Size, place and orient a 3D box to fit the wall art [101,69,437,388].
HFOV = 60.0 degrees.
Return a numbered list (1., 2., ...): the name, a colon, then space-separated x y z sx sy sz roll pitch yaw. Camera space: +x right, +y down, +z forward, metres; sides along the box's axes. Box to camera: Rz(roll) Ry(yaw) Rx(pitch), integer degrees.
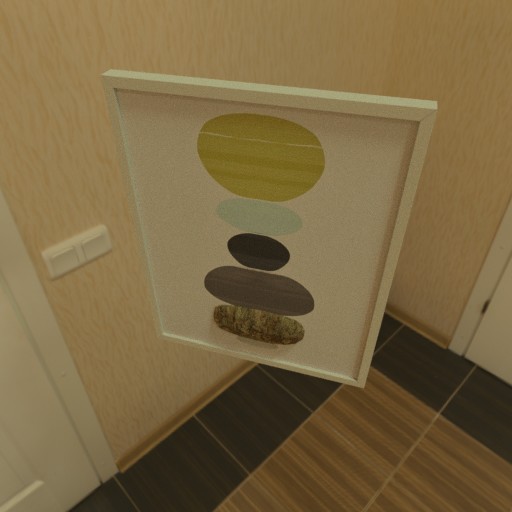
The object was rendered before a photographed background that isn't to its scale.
1. wall art: 0.000 0.000 1.025 0.611 0.763 0.055 11 40 13
